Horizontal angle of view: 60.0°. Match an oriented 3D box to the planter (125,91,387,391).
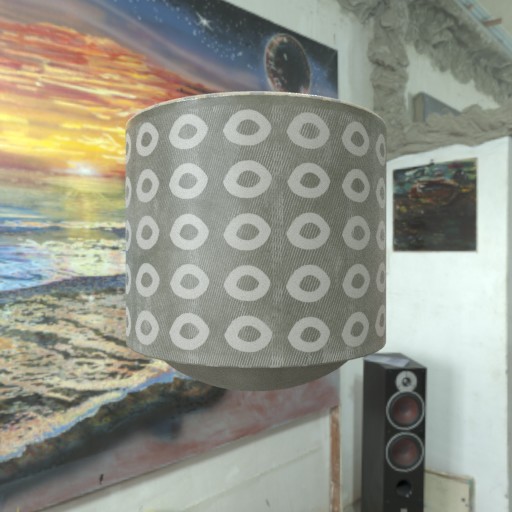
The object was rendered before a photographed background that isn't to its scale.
[{"bbox_3d":[0.000,0.000,0.443,0.250,0.239,0.250,0,0,0],"label":"planter"}]
